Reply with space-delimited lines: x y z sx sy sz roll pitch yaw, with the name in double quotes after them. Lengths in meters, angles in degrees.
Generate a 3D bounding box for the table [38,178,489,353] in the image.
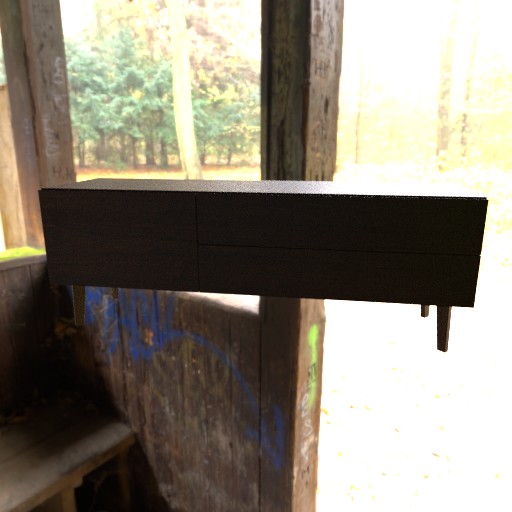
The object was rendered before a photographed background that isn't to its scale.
0.000 0.000 1.615 1.397 0.508 0.405 2 15 9 "table"
